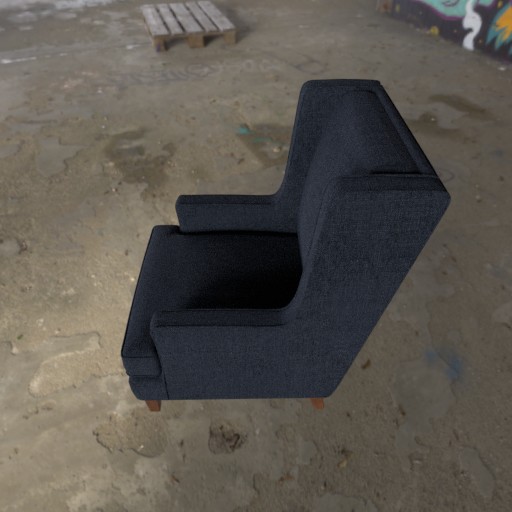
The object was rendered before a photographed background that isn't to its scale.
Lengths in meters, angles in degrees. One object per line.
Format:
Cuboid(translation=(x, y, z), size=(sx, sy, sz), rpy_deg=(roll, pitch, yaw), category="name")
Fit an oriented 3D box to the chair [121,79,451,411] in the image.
Cuboid(translation=(0.000, 0.000, 1.696), size=(0.947, 1.072, 0.764), rpy_deg=(-1, 41, -1), category="chair")
